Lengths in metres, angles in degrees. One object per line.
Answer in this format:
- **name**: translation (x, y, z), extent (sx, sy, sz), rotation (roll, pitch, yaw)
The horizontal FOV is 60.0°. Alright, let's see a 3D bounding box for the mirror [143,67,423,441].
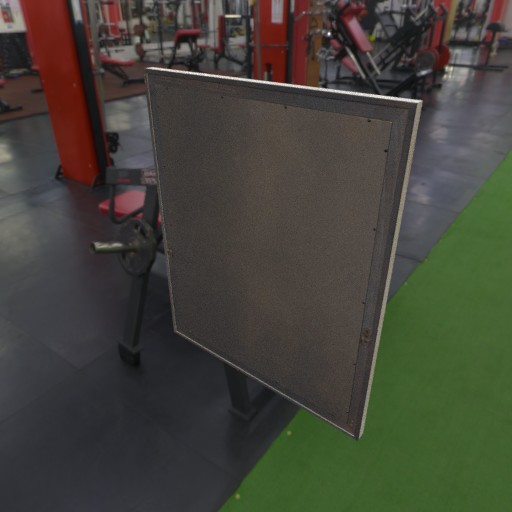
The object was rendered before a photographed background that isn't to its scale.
- **mirror**: translation (0.000, 0.000, 1.191), extent (0.730, 0.882, 0.032), rotation (22, 36, 33)
